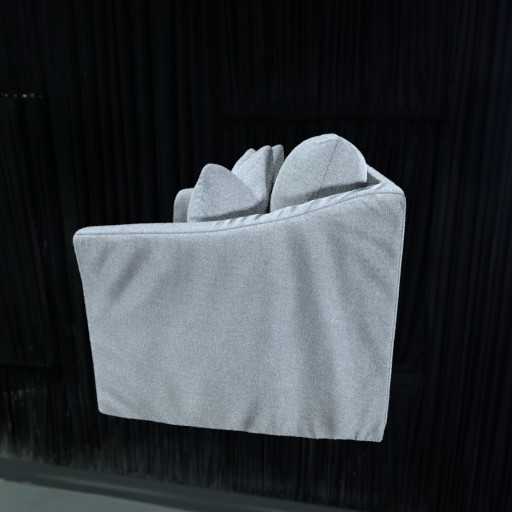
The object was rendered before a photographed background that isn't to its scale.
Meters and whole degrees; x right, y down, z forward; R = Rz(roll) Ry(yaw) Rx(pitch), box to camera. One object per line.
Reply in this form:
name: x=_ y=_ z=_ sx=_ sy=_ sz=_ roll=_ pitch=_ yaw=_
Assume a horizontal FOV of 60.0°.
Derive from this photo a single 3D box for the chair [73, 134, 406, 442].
chair: x=0.000 y=0.000 z=1.992 sx=1.071 sy=1.059 sz=1.194 roll=2 pitch=16 yaw=8
